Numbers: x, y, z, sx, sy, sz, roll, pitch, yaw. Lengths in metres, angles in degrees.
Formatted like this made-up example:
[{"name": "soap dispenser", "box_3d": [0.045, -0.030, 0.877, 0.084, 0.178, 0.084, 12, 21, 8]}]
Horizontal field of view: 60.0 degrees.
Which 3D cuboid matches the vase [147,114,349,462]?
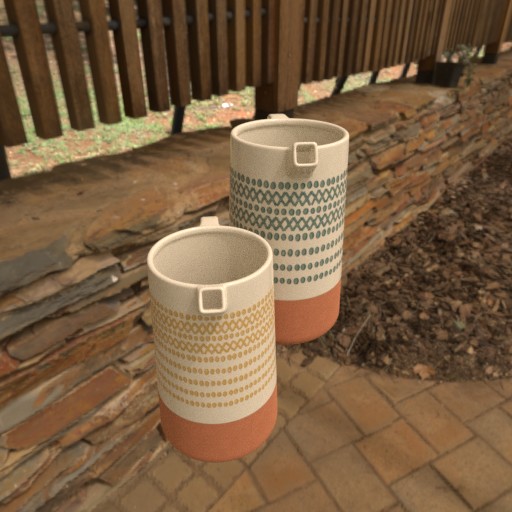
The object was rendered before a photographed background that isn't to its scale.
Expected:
[{"name": "vase", "box_3d": [0.000, 0.000, 0.466, 0.168, 0.247, 0.326, 19, 35, 29]}]
